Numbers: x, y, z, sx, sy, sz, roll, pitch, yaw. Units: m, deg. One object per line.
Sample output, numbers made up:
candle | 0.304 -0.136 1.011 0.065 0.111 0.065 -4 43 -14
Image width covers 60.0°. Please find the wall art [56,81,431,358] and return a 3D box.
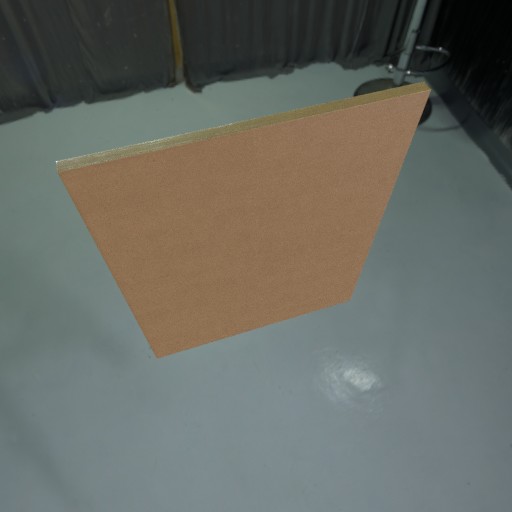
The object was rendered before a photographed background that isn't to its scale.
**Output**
wall art | 0.000 0.000 1.332 0.798 1.002 0.030 -15 58 -10
